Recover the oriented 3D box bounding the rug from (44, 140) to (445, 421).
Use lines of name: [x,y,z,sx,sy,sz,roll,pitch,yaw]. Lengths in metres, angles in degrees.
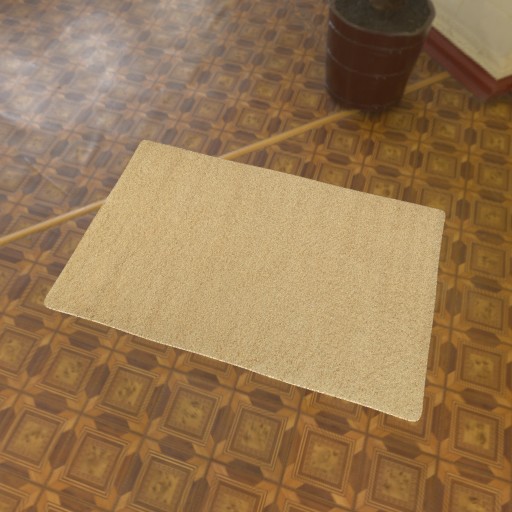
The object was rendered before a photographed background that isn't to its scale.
rug: [0.000,0.000,2.964,2.349,0.026,1.500,15,60,9]
